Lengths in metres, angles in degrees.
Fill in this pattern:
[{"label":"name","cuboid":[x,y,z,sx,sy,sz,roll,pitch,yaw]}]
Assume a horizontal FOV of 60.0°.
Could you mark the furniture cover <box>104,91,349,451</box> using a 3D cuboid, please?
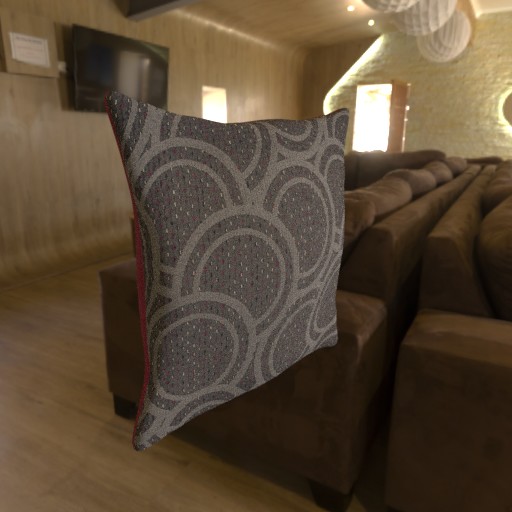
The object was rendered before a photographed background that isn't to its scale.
[{"label":"furniture cover","cuboid":[0.000,0.000,0.773,0.163,0.513,0.514,14,21,43]}]
